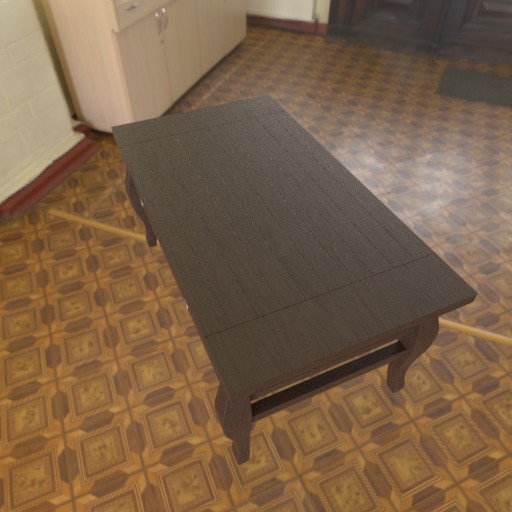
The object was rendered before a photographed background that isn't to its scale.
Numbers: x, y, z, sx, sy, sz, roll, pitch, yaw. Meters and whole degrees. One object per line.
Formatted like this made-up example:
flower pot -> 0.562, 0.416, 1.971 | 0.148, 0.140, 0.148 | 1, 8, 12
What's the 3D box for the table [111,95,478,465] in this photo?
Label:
table -> 0.000, 0.000, 1.399 | 0.600, 0.494, 1.062 | -18, 48, -17
